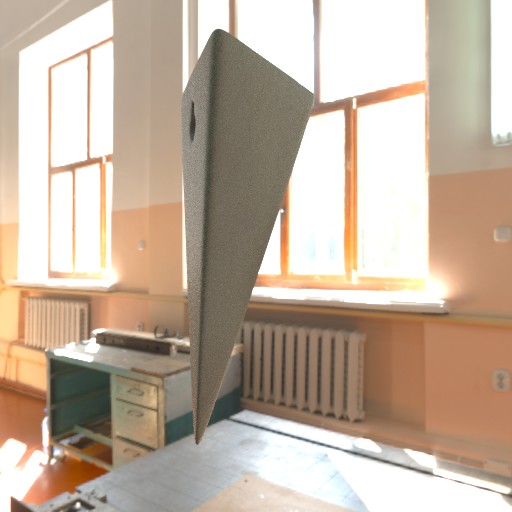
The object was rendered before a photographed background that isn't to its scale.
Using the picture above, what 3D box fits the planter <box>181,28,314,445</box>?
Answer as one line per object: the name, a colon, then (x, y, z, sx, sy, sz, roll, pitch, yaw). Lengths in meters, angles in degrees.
planter: (0.000, 0.000, 0.277, 0.081, 0.224, 0.101, 0, -1, -19)
